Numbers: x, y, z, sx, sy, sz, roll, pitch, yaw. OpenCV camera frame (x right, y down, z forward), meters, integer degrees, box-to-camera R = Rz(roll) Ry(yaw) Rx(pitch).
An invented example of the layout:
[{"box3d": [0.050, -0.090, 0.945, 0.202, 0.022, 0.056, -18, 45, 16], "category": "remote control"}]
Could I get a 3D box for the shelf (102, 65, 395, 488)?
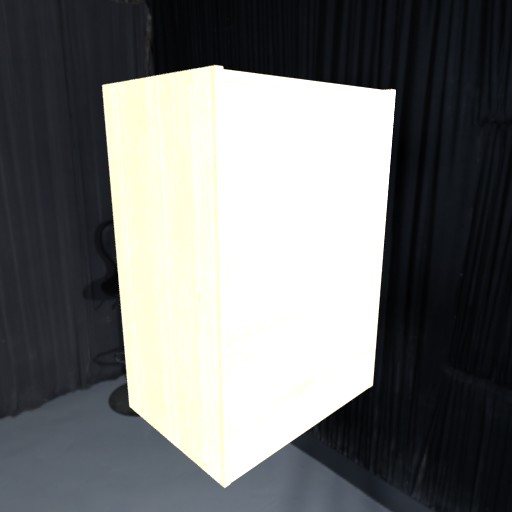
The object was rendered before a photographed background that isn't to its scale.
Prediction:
[{"box3d": [0.000, 0.000, 0.829, 0.414, 0.592, 0.290, -14, 21, -42], "category": "shelf"}]
